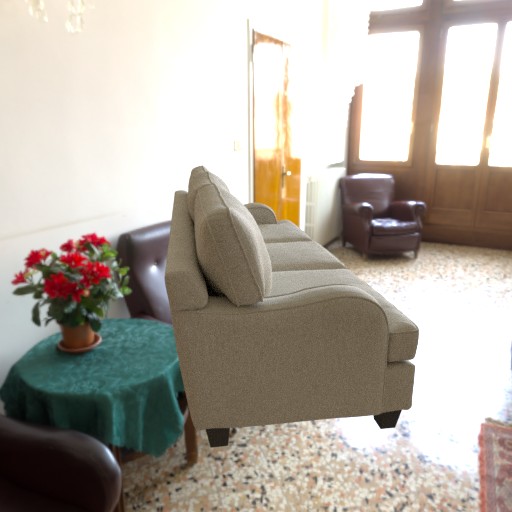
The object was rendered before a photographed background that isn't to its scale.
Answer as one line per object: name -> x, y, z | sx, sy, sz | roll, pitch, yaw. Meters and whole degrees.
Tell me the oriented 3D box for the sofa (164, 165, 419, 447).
sofa -> 0.000, 0.000, 2.776 | 1.016, 0.991, 2.323 | -2, 16, -9
